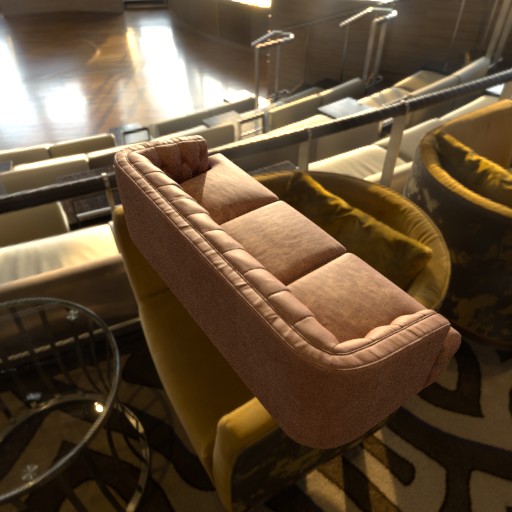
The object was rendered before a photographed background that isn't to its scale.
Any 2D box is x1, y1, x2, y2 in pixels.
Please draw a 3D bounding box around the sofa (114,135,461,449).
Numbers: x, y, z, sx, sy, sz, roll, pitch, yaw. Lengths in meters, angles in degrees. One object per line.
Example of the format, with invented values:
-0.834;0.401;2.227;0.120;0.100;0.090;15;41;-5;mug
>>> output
0.000;0.000;2.675;0.922;0.791;2.257;-26;48;-26;sofa
